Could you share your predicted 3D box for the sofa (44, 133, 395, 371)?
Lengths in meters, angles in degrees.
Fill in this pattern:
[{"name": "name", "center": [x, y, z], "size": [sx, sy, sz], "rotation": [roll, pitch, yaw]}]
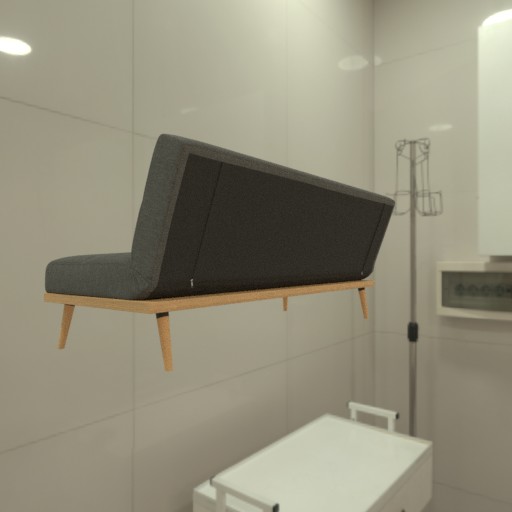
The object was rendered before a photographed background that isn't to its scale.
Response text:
[{"name": "sofa", "center": [0.000, 0.000, 2.273], "size": [0.820, 0.770, 1.820], "rotation": [0, 0, 37]}]
